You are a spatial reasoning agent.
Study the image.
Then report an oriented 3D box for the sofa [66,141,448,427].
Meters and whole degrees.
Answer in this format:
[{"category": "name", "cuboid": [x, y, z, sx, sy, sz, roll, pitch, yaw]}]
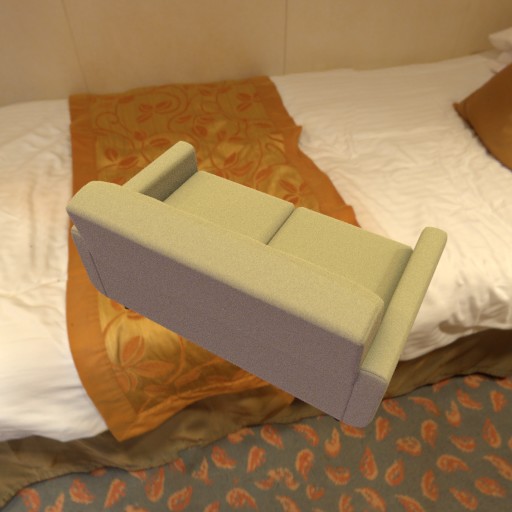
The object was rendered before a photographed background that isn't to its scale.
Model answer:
[{"category": "sofa", "cuboid": [0.000, 0.000, 2.295, 1.655, 0.892, 0.980, 23, 51, 20]}]
